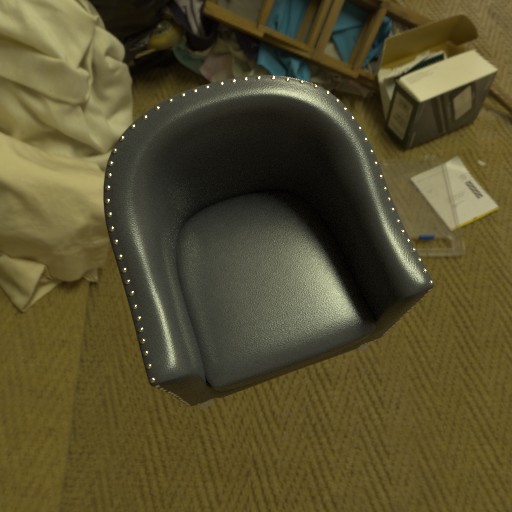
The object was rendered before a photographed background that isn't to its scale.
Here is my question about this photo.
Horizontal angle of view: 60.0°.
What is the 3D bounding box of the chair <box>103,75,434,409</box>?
[{"bbox_3d":[0.000,0.000,1.460,0.794,0.823,0.748,-18,66,-8],"label":"chair"}]
